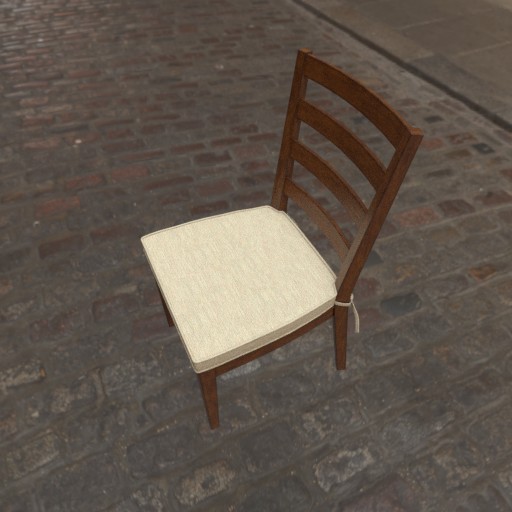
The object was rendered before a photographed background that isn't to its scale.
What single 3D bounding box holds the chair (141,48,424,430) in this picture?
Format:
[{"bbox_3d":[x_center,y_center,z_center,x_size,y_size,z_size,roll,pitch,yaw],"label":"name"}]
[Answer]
[{"bbox_3d":[0.000,0.000,1.358,0.595,0.979,0.593,-19,49,-17],"label":"chair"}]
